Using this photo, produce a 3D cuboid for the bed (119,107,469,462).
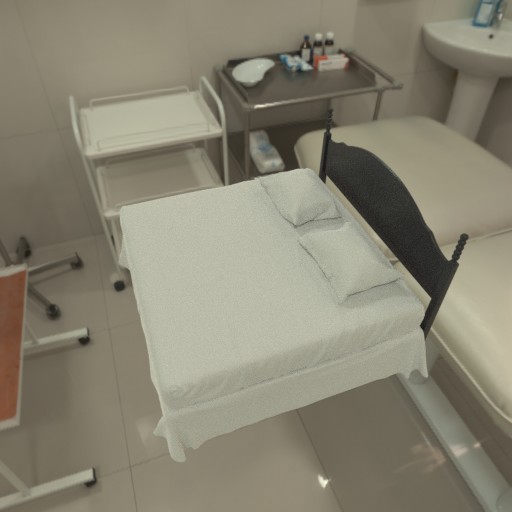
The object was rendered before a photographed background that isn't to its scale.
[{"bbox_3d":[0.000,0.000,3.626,2.219,1.355,2.322,-14,46,-14],"label":"bed"}]
